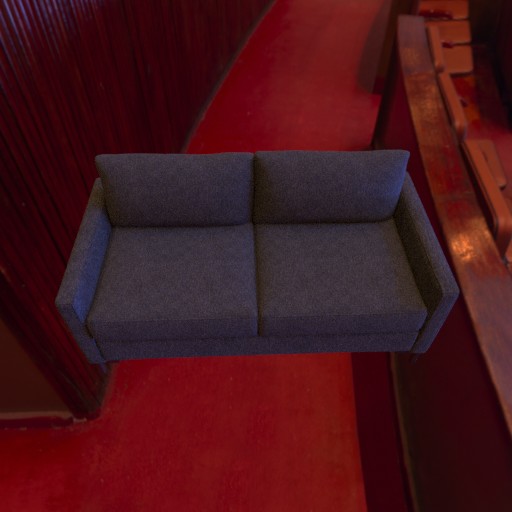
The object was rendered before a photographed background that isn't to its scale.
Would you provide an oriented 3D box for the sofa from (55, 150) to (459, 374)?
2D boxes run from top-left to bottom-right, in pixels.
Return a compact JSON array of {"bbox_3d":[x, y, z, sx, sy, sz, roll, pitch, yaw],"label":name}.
[{"bbox_3d":[0.000,0.000,2.249,1.716,0.862,0.866,-2,48,-1],"label":"sofa"}]
